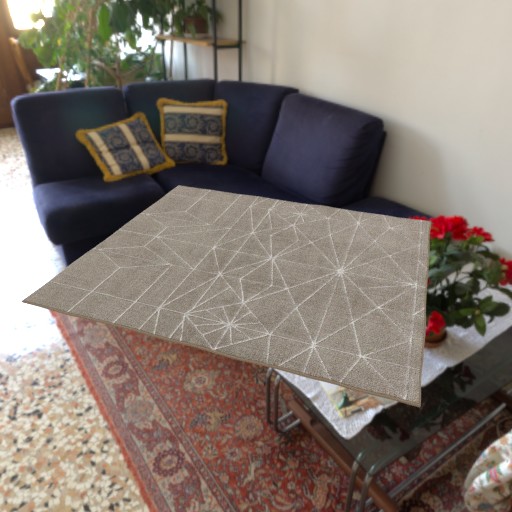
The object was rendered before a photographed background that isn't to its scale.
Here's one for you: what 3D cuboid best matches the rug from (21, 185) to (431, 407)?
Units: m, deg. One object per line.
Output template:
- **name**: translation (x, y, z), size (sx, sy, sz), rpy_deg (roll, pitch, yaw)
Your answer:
- **rug**: translation (0.000, 0.000, 0.867), size (0.639, 0.006, 0.548), rpy_deg (11, 32, 17)
